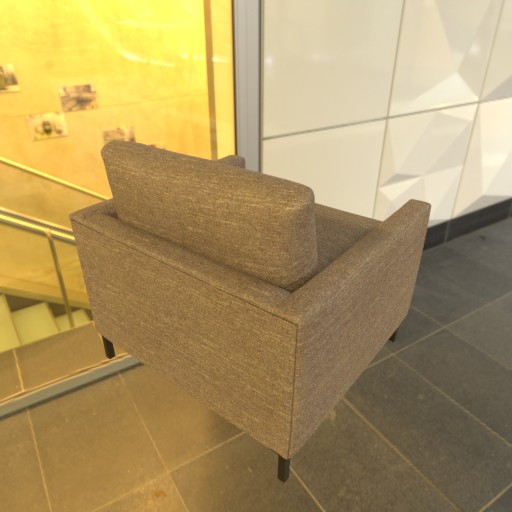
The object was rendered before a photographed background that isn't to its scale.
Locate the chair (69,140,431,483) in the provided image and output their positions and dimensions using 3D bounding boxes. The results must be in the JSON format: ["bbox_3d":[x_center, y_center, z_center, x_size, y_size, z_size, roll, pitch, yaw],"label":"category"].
[{"bbox_3d":[0.000,0.000,1.578,0.940,0.841,0.845,21,36,32],"label":"chair"}]
